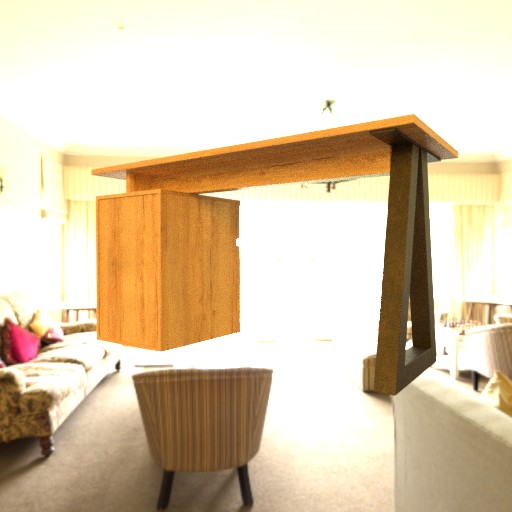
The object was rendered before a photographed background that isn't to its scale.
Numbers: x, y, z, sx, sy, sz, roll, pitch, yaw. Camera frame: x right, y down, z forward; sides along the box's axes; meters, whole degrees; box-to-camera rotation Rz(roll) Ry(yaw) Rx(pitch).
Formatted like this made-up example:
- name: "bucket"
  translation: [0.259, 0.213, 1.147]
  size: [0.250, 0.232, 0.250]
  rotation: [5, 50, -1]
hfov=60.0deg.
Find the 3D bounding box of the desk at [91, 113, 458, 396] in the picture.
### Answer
- name: "desk"
  translation: [0.000, 0.000, 1.787]
  size: [1.400, 0.760, 0.550]
  rotation: [1, 1, 36]
